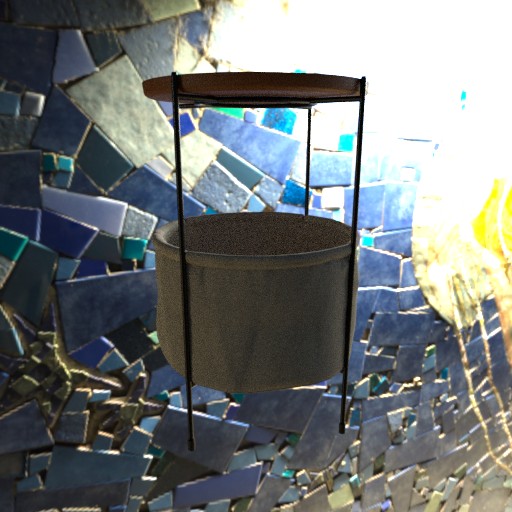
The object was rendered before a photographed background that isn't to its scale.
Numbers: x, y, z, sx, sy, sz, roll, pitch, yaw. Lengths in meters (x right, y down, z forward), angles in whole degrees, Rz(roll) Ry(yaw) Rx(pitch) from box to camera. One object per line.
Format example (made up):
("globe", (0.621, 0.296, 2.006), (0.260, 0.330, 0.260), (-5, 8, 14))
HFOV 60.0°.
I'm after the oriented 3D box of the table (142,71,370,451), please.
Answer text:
("table", (0.000, 0.000, 0.857), (0.393, 0.623, 0.393), (-3, 16, -9))
